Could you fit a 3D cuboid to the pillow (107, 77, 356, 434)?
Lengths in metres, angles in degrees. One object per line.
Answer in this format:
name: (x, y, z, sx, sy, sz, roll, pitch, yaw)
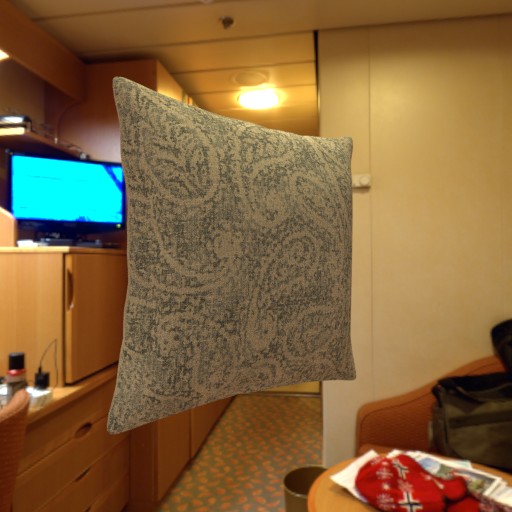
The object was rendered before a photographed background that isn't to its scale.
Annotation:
pillow: (0.000, 0.000, 0.779, 0.523, 0.510, 0.166, 1, -1, -38)
